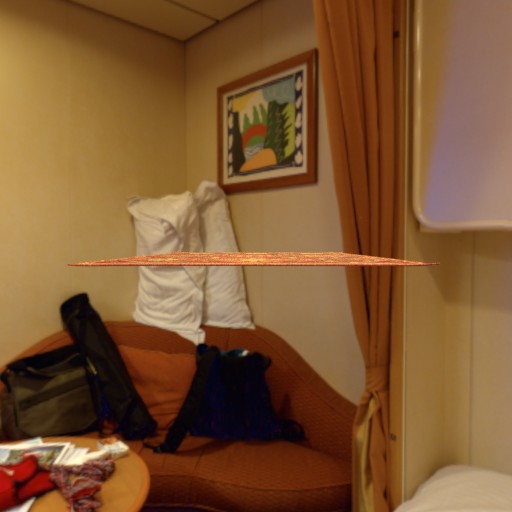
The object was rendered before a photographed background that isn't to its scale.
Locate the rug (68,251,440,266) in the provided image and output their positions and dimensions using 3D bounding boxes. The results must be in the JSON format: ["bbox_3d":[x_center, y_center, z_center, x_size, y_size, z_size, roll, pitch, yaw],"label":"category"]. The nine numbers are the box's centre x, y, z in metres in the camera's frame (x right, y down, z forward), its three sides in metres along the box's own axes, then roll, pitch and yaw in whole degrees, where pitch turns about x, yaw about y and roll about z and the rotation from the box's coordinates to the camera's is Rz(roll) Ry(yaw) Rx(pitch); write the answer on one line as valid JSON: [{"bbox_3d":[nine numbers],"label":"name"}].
[{"bbox_3d":[0.000,0.000,2.938,1.521,0.026,2.286,0,2,1],"label":"rug"}]
